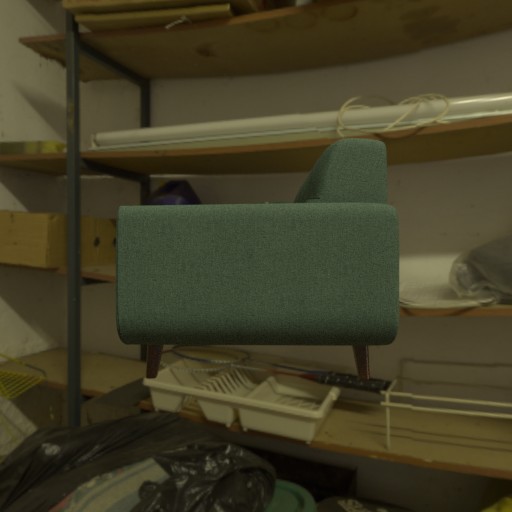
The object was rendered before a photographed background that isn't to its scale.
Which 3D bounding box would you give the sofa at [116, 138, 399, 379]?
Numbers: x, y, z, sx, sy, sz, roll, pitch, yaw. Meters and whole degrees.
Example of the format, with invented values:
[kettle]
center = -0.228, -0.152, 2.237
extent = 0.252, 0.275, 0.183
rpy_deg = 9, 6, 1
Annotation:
[sofa]
center = 0.000, 0.000, 2.179
extent = 0.909, 0.841, 1.631
rpy_deg = 0, 1, 1
